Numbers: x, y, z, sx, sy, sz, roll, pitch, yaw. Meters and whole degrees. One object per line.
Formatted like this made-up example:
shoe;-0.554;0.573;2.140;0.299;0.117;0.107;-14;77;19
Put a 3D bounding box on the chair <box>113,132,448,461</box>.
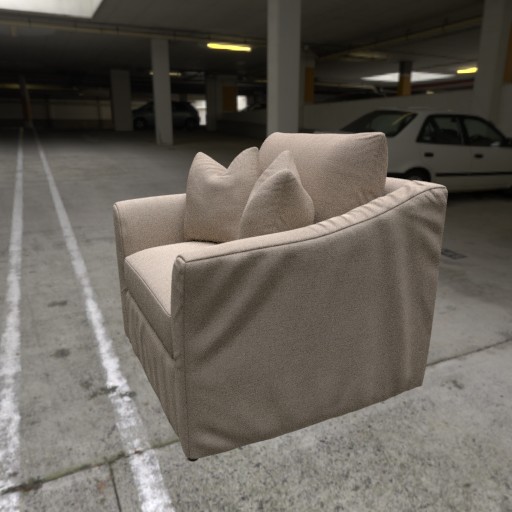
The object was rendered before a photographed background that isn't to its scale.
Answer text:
chair;0.000;0.000;2.029;1.071;1.093;1.194;-8;18;-26
